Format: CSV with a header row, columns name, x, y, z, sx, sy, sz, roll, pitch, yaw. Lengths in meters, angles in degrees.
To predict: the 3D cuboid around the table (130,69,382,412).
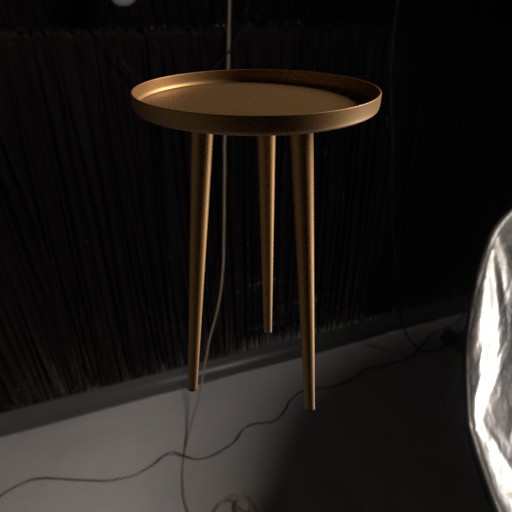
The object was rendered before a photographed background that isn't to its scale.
name,x,y,z,sx,sy,sz,roll,pitch,yaw
table,0.000,0.000,0.664,0.299,0.480,0.299,-11,32,-18
